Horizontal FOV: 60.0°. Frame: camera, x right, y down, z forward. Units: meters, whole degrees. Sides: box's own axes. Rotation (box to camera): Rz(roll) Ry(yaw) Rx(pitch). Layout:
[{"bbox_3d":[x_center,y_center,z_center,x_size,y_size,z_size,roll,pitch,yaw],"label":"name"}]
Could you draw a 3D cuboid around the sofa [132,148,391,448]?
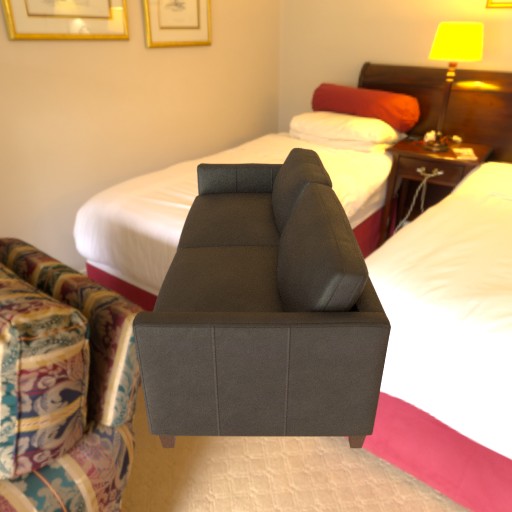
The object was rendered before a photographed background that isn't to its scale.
[{"bbox_3d":[0.000,0.000,2.467,0.933,0.863,1.971,0,28,0],"label":"sofa"}]
